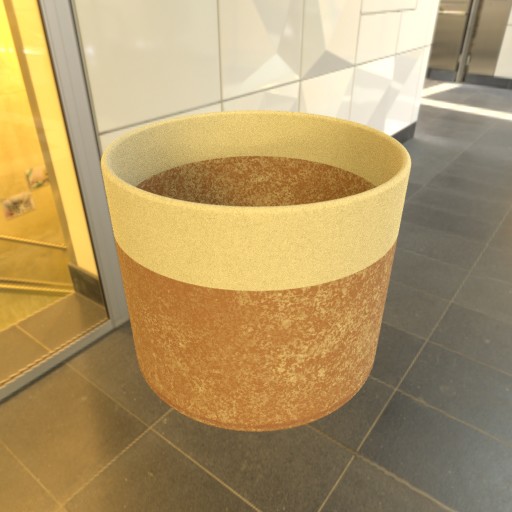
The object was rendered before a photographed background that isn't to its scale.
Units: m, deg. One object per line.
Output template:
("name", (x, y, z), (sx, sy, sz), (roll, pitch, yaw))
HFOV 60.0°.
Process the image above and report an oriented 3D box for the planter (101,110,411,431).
("planter", (0.000, 0.000, 0.271), (0.159, 0.138, 0.159), (0, 31, 0))
